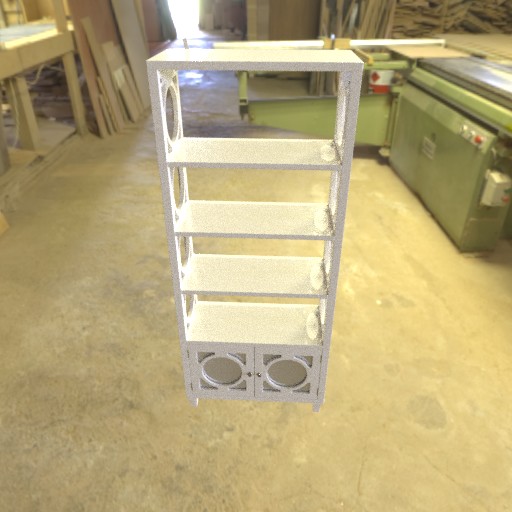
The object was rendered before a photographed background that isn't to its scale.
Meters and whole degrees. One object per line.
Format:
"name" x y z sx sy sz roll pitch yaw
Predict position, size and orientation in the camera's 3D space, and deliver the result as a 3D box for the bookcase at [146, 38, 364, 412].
"bookcase" 0.000 0.000 2.147 0.761 1.869 0.361 2 32 3
